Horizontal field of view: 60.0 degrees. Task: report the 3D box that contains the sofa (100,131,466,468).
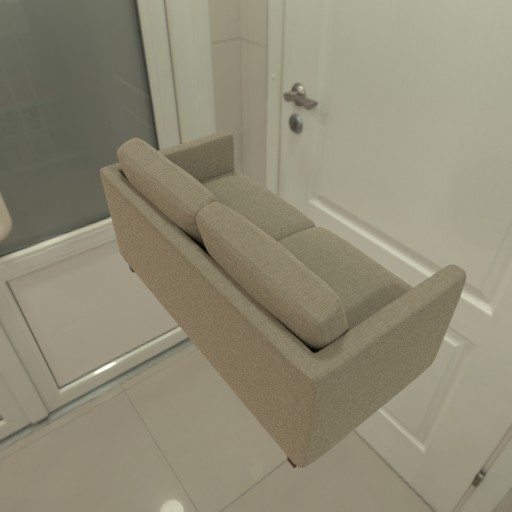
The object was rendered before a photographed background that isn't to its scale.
[{"bbox_3d":[0.000,0.000,2.436,0.951,0.947,1.884,-26,46,-28],"label":"sofa"}]
